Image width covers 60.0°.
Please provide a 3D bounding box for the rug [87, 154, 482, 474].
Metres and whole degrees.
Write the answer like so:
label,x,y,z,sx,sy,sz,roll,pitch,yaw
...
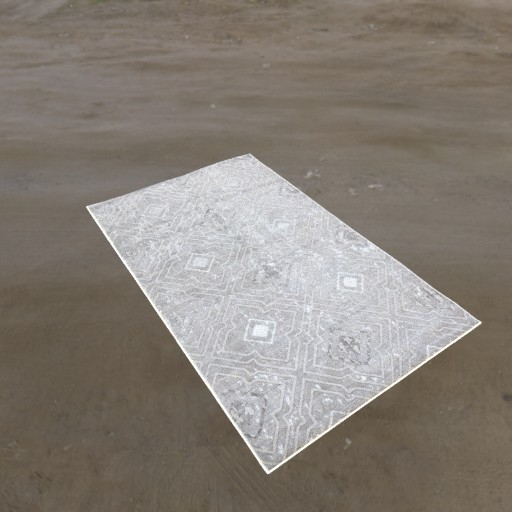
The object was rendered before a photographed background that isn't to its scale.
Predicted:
label,x,y,z,sx,sy,sz,roll,pitch,yaw
rug,0.000,0.000,3.016,1.537,0.036,2.447,-24,47,-25
